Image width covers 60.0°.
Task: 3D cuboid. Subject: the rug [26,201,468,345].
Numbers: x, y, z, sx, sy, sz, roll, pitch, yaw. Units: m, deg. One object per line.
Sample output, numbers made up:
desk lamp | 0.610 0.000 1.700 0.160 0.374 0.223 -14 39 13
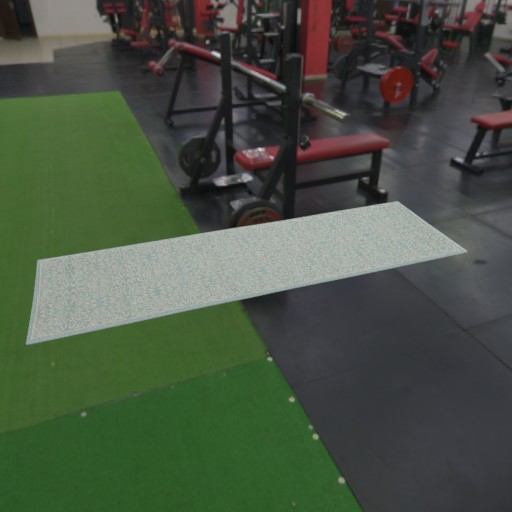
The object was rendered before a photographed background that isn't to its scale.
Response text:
rug | 0.000 0.000 2.356 2.196 0.011 0.662 -10 34 -16
